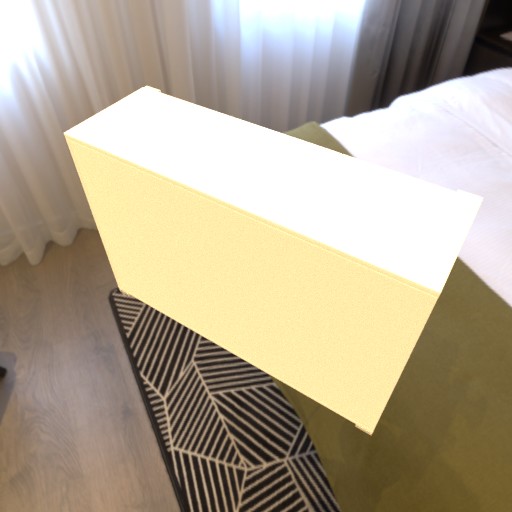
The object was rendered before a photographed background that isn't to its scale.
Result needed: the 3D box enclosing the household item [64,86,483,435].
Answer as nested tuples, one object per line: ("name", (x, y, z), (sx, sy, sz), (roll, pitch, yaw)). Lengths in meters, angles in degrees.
("household item", (0.000, 0.000, 1.721), (1.300, 0.867, 0.420), (25, 52, 22))
